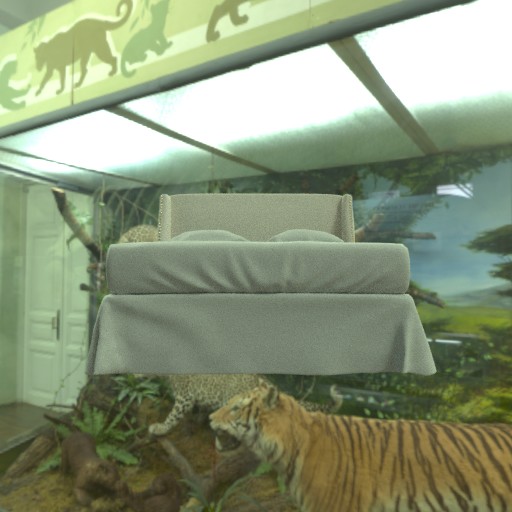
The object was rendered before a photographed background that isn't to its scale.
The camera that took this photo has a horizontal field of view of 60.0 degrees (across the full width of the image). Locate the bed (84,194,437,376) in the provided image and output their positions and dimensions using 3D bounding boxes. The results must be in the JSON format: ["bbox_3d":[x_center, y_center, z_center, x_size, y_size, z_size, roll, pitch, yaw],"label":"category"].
[{"bbox_3d":[0.000,0.000,3.370,1.925,1.332,2.276,0,-2,0],"label":"bed"}]
